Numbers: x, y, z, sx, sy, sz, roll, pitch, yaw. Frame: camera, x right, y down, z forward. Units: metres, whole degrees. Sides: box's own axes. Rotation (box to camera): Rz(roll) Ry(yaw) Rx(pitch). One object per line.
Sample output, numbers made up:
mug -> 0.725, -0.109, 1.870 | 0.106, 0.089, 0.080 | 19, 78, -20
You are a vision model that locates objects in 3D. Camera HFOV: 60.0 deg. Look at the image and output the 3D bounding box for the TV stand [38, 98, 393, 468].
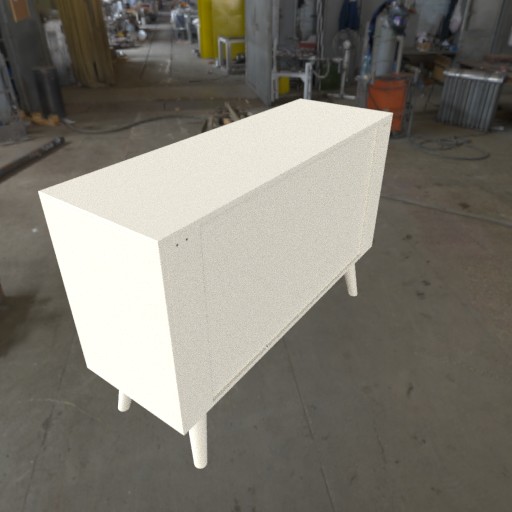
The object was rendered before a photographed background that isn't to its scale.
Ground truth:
TV stand -> 0.000, 0.000, 1.569 | 0.406, 0.812, 1.193 | 21, 38, 30
